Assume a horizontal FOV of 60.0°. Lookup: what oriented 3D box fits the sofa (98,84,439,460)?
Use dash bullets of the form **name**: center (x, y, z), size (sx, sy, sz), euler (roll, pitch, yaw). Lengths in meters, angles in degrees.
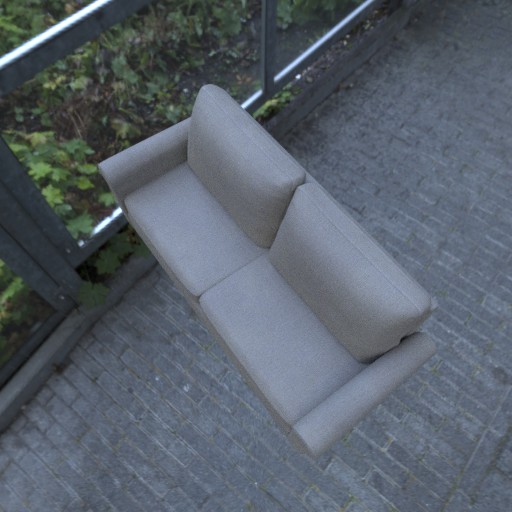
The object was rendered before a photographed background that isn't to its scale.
- **sofa**: center (0.000, 0.000, 2.426), size (0.842, 0.942, 1.935), euler (-34, 68, -16)
